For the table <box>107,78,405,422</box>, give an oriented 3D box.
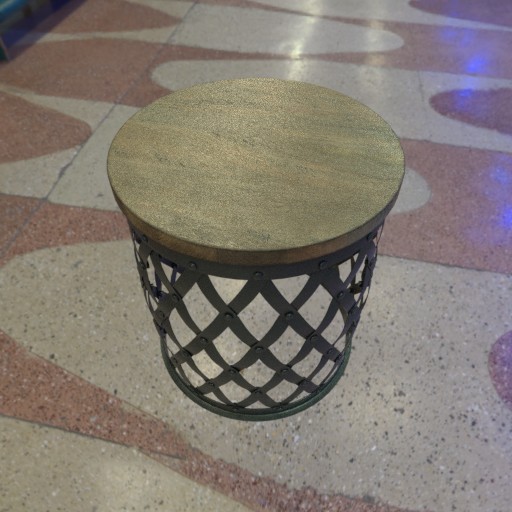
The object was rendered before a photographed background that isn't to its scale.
[{"bbox_3d":[0.000,0.000,0.780,0.405,0.454,0.405,0,47,0],"label":"table"}]
